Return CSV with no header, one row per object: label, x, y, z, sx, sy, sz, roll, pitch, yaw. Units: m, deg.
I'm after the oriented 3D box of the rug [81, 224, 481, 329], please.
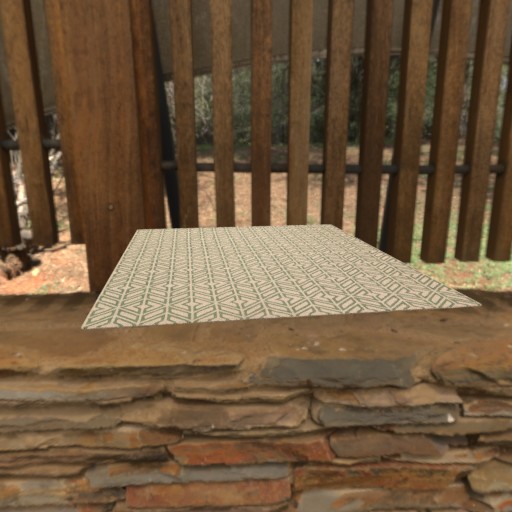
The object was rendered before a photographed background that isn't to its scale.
rug,0.000,0.000,4.094,2.441,0.017,3.050,-2,14,-9
